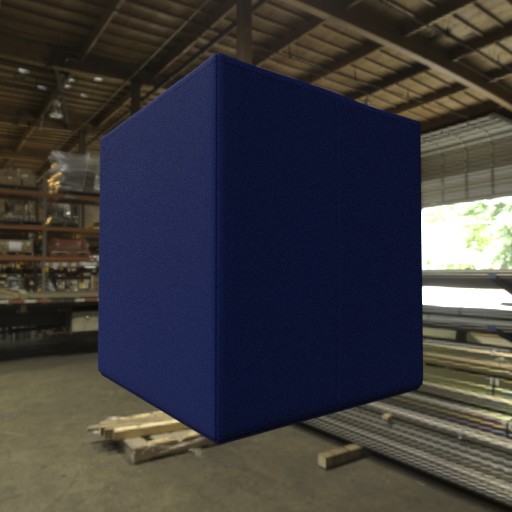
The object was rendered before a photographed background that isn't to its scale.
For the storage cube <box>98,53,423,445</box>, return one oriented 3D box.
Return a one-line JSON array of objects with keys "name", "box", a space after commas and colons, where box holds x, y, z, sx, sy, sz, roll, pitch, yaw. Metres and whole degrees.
[{"name": "storage cube", "box": [0.000, 0.000, 0.496, 0.270, 0.280, 0.270, 1, -2, -37]}]
